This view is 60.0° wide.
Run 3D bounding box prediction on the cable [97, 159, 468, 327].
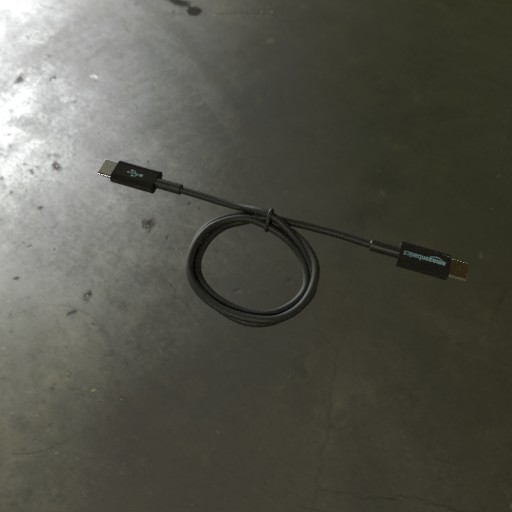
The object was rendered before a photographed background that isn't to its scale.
[{"bbox_3d":[0.000,0.000,0.221,0.203,0.014,0.070,17,63,9],"label":"cable"}]
